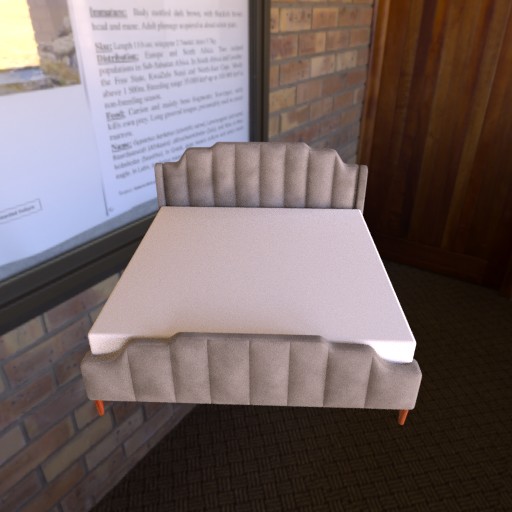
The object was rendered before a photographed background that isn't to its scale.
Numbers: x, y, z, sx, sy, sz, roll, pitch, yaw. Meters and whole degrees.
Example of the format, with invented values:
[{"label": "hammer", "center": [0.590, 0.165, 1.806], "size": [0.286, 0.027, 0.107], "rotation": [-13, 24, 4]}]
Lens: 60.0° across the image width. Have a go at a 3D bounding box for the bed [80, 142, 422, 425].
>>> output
[{"label": "bed", "center": [0.000, 0.000, 3.574], "size": [2.074, 1.245, 2.340], "rotation": [1, 29, 2]}]
